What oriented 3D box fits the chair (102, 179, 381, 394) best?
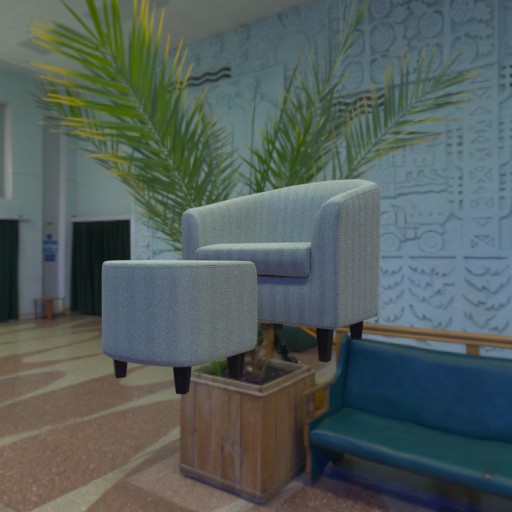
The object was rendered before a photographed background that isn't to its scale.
[{"bbox_3d":[0.000,0.000,1.749,0.756,0.757,1.288,0,0,36],"label":"chair"}]
